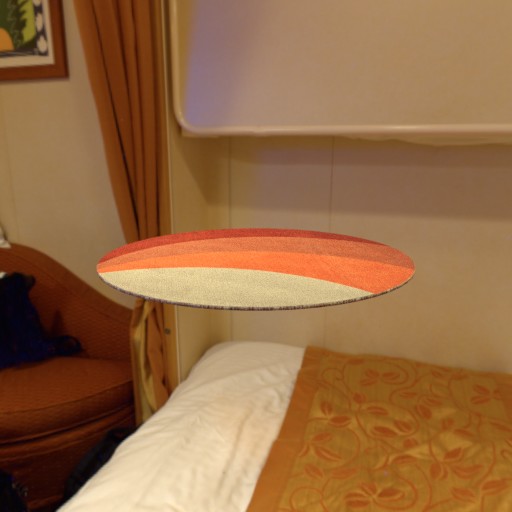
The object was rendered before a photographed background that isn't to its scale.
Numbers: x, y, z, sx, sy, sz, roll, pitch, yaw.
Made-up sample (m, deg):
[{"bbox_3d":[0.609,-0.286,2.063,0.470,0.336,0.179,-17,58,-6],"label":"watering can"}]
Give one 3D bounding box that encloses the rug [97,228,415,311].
[{"bbox_3d":[0.000,0.000,2.227,1.514,0.015,1.514,0,14,0],"label":"rug"}]
